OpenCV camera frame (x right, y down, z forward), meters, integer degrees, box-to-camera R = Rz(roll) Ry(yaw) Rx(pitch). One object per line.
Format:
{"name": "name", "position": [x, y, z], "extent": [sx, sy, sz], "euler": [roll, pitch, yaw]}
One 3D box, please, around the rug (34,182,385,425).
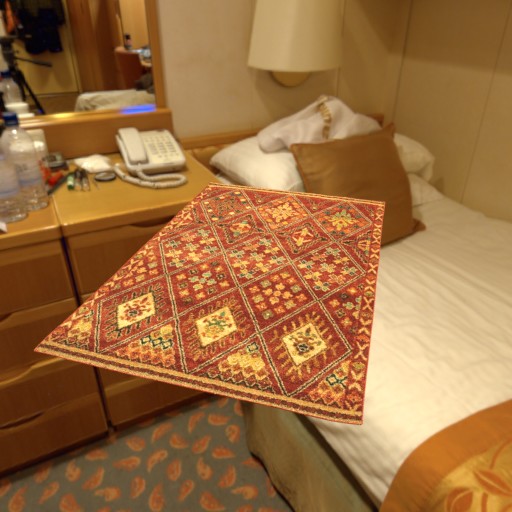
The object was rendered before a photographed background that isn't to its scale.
{"name": "rug", "position": [0.000, 0.000, 2.839], "extent": [1.521, 0.026, 2.286], "euler": [8, 31, 14]}
